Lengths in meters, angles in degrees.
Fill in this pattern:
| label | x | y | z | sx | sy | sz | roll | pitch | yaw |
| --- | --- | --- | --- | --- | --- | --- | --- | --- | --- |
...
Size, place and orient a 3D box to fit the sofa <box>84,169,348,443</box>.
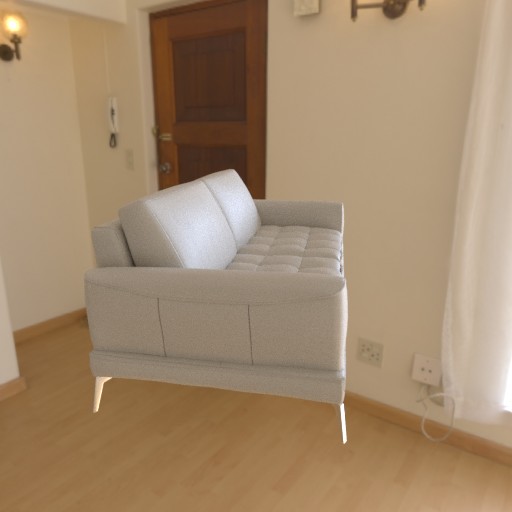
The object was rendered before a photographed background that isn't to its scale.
| label | x | y | z | sx | sy | sz | roll | pitch | yaw |
| --- | --- | --- | --- | --- | --- | --- | --- | --- | --- |
| sofa | 0.000 | 0.000 | 2.739 | 1.121 | 0.930 | 2.177 | 3 | 16 | 10 |
